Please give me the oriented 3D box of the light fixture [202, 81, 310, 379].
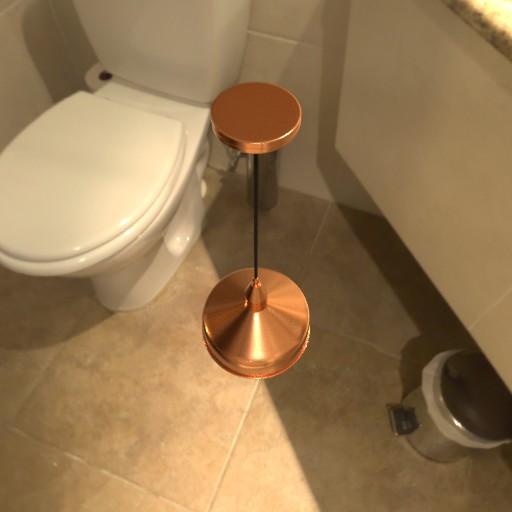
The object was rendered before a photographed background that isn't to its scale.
[{"bbox_3d":[0.000,0.000,0.922,0.301,0.754,0.301,-13,59,-8],"label":"light fixture"}]
